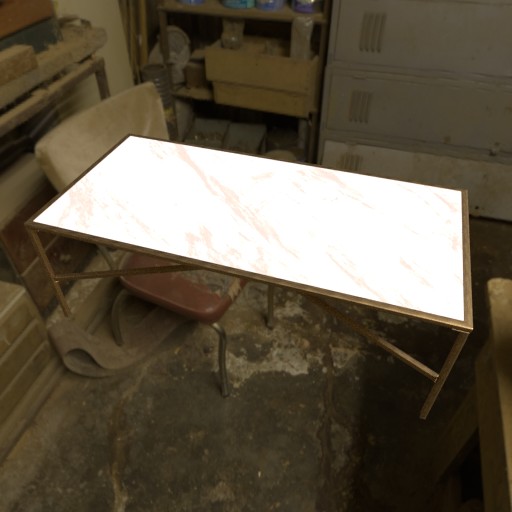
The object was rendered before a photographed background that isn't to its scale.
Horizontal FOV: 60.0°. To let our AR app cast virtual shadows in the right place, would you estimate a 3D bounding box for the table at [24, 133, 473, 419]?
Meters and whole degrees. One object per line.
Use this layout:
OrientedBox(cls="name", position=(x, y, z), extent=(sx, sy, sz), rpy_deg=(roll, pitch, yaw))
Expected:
OrientedBox(cls="table", position=(0.000, 0.000, 1.452), extent=(1.197, 0.405, 0.577), rpy_deg=(13, 44, 13))
